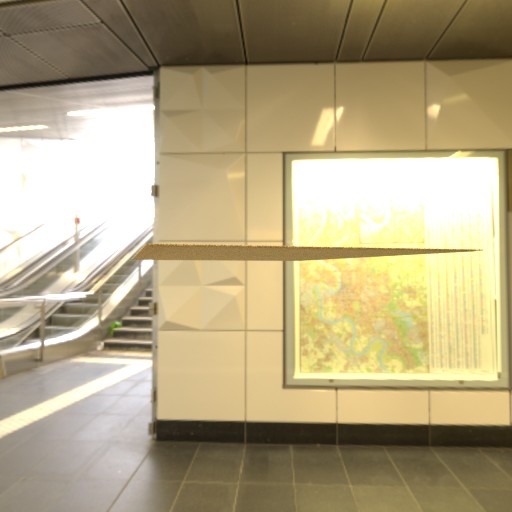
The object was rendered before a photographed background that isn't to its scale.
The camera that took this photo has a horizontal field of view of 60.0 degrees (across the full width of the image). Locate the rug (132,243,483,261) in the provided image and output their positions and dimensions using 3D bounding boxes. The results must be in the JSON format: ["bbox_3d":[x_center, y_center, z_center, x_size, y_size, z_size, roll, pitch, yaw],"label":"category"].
[{"bbox_3d":[0.000,0.000,2.891,1.514,0.011,2.233,1,-2,-17],"label":"rug"}]
